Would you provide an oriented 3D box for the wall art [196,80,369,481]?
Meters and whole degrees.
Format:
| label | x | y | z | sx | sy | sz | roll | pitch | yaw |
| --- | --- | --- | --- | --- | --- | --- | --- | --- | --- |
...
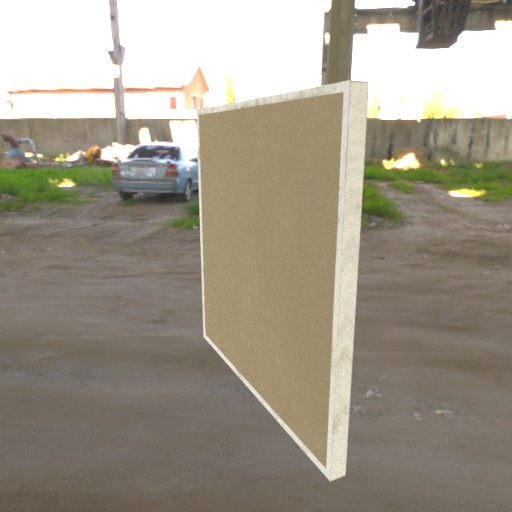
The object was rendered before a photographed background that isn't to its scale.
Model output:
| label | x | y | z | sx | sy | sz | roll | pitch | yaw |
| --- | --- | --- | --- | --- | --- | --- | --- | --- | --- |
| wall art | 0.000 | 0.000 | 1.136 | 0.038 | 0.757 | 0.760 | -7 | 16 | -25 |
